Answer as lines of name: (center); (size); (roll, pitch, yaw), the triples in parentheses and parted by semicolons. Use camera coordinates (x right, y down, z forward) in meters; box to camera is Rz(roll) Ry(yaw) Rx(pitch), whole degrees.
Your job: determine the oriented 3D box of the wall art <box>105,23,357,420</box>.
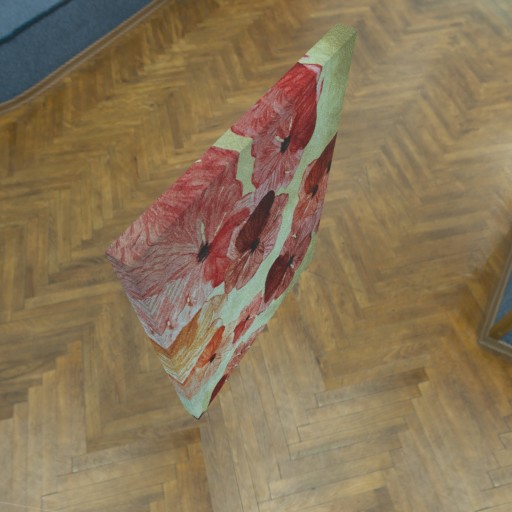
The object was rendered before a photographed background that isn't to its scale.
wall art: (0.000, 0.000, 0.661); (0.028, 0.508, 0.406); (29, 61, 18)
